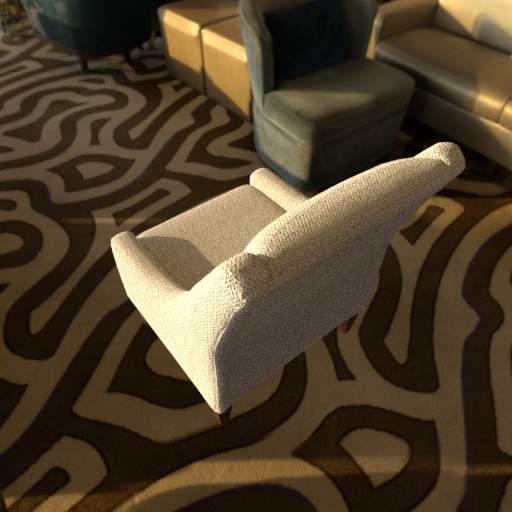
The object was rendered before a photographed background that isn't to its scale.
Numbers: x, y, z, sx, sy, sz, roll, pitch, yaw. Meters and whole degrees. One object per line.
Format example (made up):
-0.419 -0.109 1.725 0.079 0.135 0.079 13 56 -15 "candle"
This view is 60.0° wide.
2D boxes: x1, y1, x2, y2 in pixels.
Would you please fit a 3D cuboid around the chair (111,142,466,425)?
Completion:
0.000 0.000 1.582 0.774 1.014 0.870 -30 53 -25 "chair"
